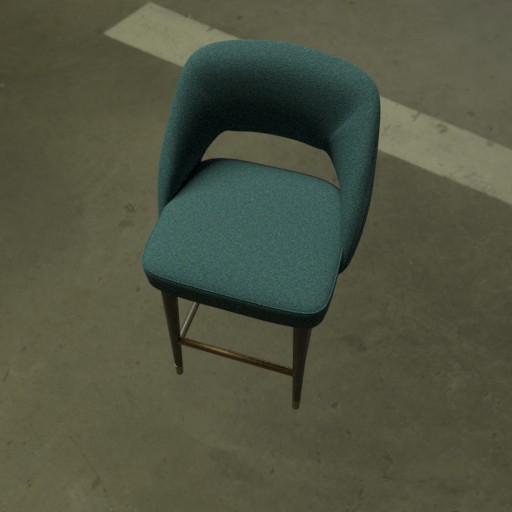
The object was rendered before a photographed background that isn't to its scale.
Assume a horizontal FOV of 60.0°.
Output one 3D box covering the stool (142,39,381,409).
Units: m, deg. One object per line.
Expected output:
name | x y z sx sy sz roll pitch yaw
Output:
stool | 0.000 0.000 1.294 0.536 1.032 0.522 14 58 9
